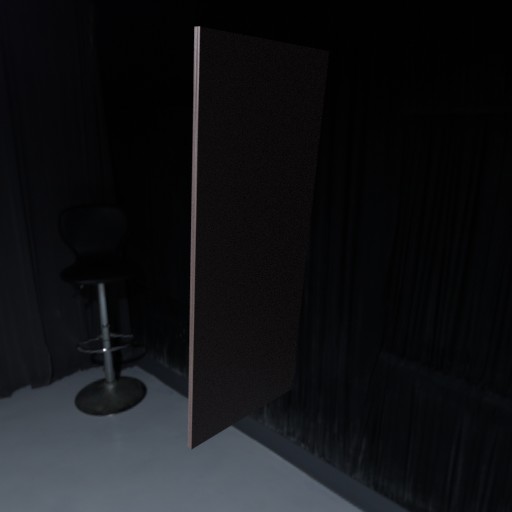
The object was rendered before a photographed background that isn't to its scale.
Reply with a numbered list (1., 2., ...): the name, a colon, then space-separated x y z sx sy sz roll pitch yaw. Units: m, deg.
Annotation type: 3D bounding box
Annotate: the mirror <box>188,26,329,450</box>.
1. mirror: 0.000 0.000 2.302 0.812 2.020 0.221 -15 22 -42
